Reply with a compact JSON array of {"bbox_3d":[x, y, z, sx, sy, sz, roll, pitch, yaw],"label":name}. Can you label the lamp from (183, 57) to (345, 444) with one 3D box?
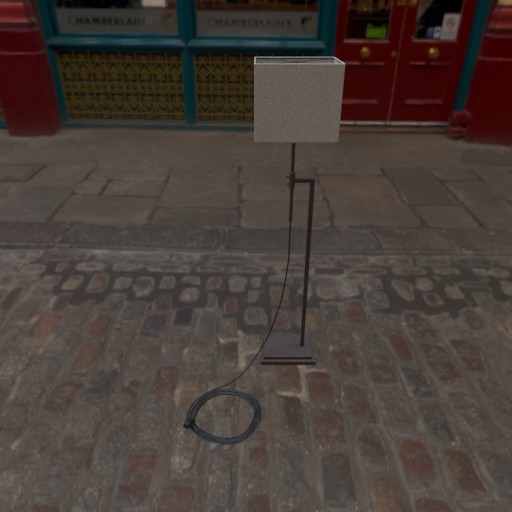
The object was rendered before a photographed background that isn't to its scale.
[{"bbox_3d":[0.000,0.000,2.027,0.698,1.600,0.774,0,29,0],"label":"lamp"}]
